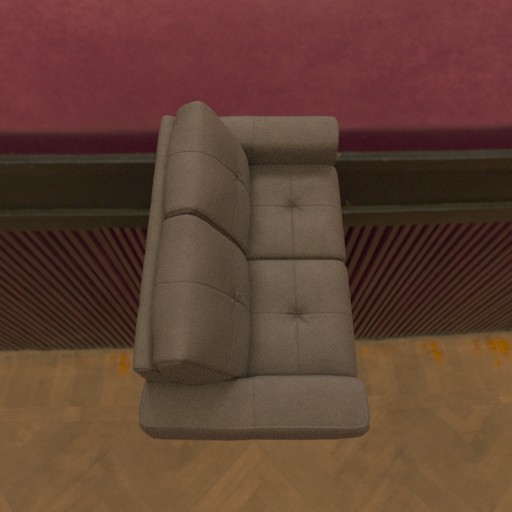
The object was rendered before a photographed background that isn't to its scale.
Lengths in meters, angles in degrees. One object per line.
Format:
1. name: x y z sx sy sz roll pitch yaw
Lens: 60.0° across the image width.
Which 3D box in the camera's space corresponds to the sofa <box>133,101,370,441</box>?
1. sofa: 0.000 0.000 2.354 1.018 0.907 1.806 0 64 0
